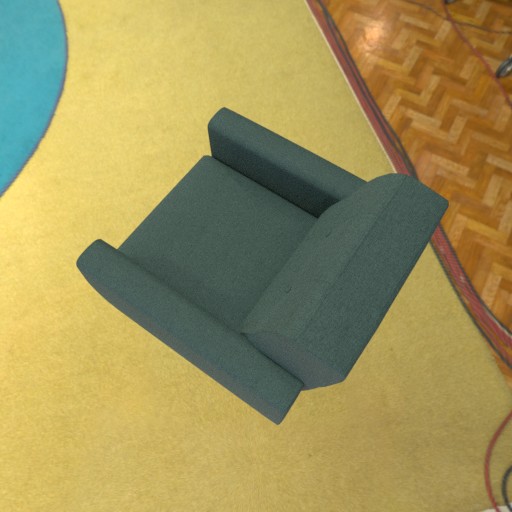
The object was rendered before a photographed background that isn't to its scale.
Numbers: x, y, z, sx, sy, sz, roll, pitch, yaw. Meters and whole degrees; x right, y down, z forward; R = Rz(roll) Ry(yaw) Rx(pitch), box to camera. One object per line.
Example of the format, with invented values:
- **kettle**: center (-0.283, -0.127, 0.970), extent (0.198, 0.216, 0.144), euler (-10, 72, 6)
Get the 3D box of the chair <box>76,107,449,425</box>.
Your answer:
- **chair**: center (0.000, 0.000, 1.573), extent (0.909, 0.841, 0.831), euler (32, 69, 14)
